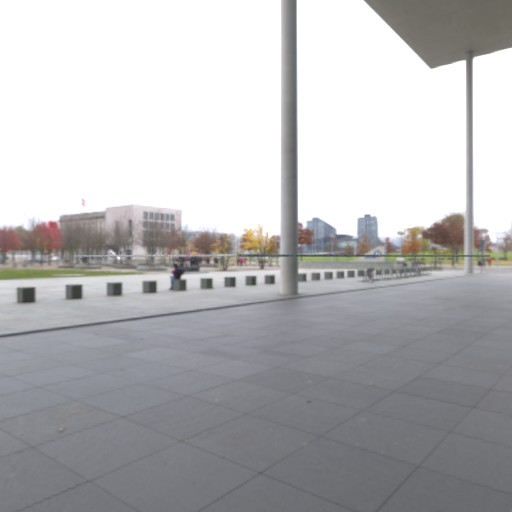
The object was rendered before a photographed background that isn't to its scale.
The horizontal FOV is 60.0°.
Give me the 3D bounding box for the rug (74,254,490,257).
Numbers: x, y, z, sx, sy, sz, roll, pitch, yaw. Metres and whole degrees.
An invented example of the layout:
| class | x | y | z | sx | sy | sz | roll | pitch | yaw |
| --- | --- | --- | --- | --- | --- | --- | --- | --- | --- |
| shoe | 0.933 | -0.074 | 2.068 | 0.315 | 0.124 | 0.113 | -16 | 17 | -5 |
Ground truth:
| class | x | y | z | sx | sy | sz | roll | pitch | yaw |
| --- | --- | --- | --- | --- | --- | --- | --- | --- | --- |
| rug | 0.000 | 0.000 | 4.069 | 2.441 | 0.013 | 3.056 | 0 | 0 | -36 |
